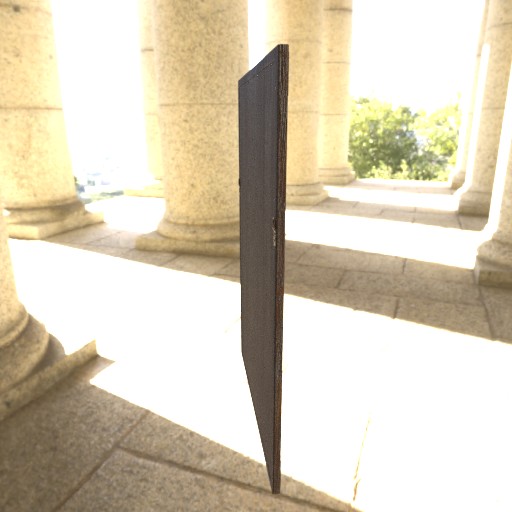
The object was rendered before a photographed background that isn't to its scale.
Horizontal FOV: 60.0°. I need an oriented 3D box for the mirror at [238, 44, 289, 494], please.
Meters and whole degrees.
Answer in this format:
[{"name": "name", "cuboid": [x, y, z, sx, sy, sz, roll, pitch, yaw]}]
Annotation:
[{"name": "mirror", "cuboid": [0.000, 0.000, 1.266, 0.025, 0.996, 0.705, -2, 17, -8]}]
